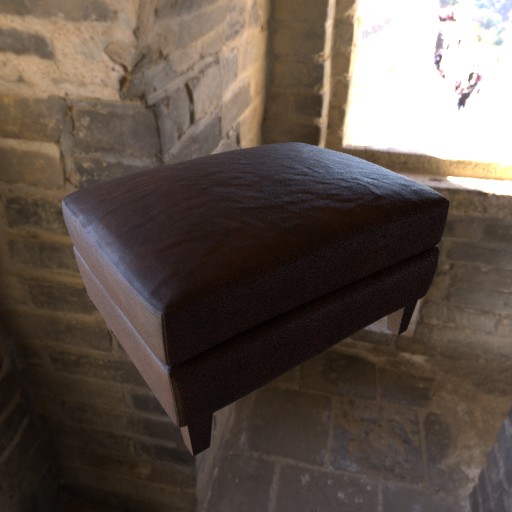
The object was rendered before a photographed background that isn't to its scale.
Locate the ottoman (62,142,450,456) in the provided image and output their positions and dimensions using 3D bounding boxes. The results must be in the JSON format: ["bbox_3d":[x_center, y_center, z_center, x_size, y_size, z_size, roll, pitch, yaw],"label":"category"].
[{"bbox_3d":[0.000,0.000,1.271,0.887,0.527,0.659,-20,36,-30],"label":"ottoman"}]
